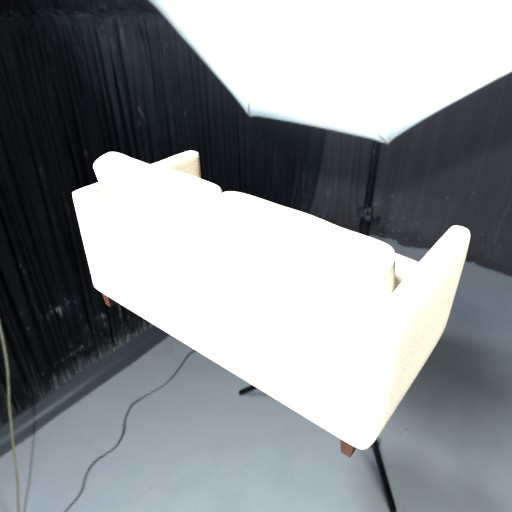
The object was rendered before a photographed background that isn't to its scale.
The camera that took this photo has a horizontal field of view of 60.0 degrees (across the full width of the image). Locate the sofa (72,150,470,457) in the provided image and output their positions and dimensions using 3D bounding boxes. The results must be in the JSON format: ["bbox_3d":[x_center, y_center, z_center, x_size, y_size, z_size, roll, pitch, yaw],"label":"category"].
[{"bbox_3d":[0.000,0.000,2.385,1.884,0.963,0.950,22,38,32],"label":"sofa"}]
